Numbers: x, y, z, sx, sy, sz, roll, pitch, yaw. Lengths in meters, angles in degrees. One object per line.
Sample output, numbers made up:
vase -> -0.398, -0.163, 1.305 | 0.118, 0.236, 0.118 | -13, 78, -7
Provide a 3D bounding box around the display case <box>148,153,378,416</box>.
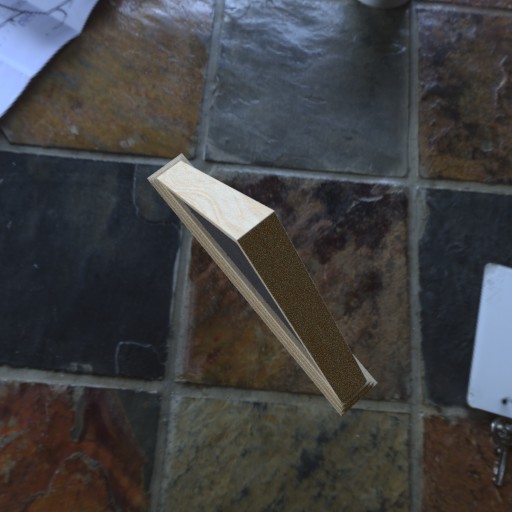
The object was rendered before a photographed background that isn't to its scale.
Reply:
display case -> 0.000, 0.000, 0.764 | 0.095, 0.340, 0.640 | -38, 79, -9
